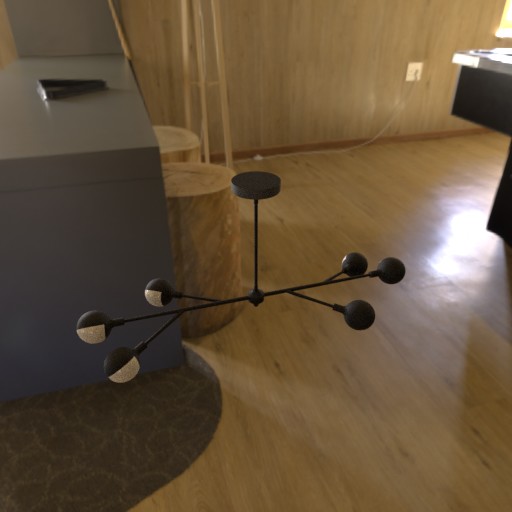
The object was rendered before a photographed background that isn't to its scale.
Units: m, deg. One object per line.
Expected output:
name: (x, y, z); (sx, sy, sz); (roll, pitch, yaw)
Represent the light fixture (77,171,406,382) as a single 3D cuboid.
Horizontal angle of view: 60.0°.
light fixture: (0.000, 0.000, 0.996); (0.778, 0.362, 0.434); (-1, 32, -1)
